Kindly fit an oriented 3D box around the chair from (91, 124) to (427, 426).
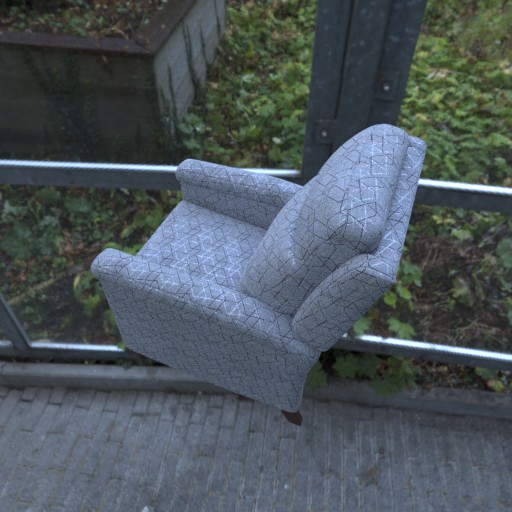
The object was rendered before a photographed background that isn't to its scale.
[{"bbox_3d":[0.000,0.000,1.714,0.987,1.048,0.753,16,48,15],"label":"chair"}]
